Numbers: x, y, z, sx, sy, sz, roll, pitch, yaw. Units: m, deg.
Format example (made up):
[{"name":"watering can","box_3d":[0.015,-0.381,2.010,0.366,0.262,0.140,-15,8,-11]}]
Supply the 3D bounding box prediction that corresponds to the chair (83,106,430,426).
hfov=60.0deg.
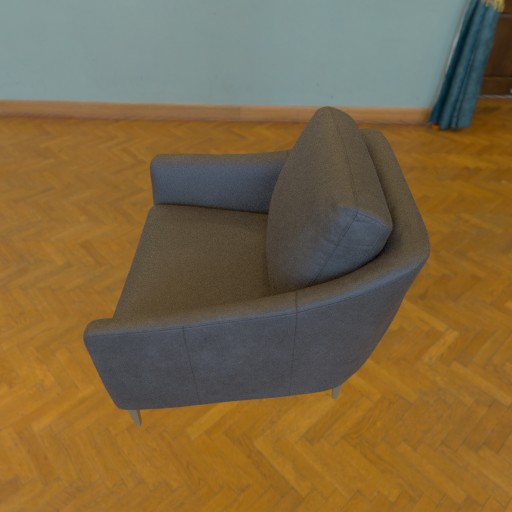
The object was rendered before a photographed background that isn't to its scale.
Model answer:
[{"name":"chair","box_3d":[0.000,0.000,1.641,0.961,0.901,0.988,1,42,1]}]
